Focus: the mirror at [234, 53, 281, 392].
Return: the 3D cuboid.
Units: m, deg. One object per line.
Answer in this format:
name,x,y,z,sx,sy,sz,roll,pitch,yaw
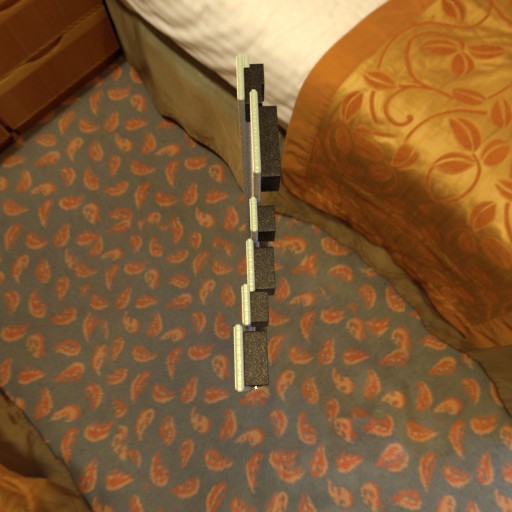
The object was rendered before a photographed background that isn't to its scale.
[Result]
mirror,0.000,0.000,0.770,0.058,0.611,0.445,-2,73,-1
